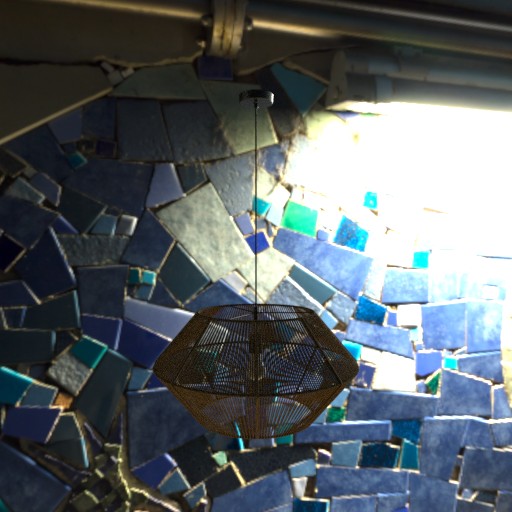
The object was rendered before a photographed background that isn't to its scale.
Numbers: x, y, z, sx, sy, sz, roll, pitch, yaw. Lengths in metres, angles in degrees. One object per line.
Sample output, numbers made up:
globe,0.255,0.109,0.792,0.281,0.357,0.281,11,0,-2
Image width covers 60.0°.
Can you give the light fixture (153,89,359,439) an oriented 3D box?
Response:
light fixture,0.000,0.000,1.401,0.643,1.009,0.643,0,1,0
